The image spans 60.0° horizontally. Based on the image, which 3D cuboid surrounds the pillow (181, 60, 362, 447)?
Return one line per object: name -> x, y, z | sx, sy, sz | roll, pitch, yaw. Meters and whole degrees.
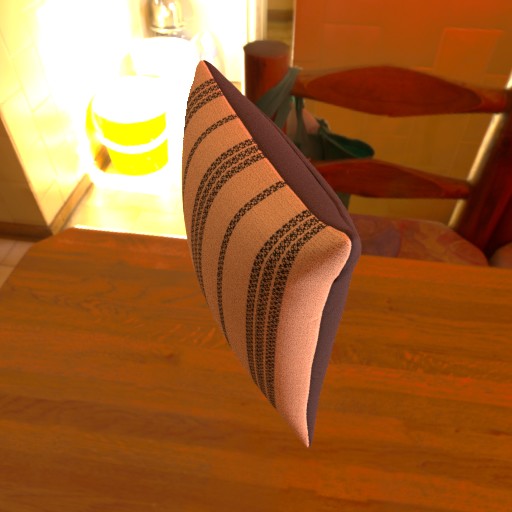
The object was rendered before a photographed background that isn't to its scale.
pillow -> 0.000, 0.000, 0.628 | 0.173, 0.406, 0.405 | -16, 48, -16
